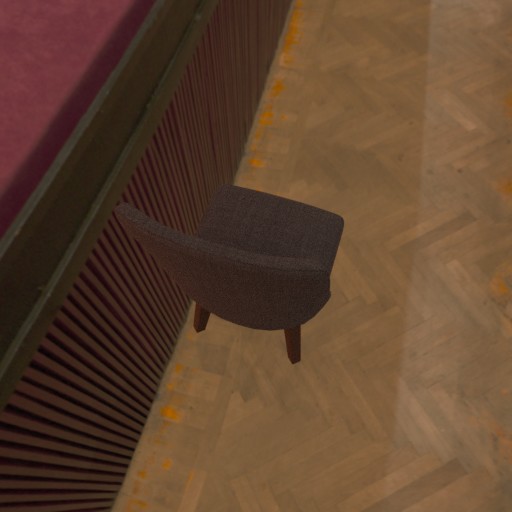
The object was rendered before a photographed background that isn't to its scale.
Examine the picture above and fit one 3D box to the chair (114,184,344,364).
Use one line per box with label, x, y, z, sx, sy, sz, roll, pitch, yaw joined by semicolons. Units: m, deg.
chair;0.000;0.000;1.375;0.510;1.050;0.577;16;64;8
